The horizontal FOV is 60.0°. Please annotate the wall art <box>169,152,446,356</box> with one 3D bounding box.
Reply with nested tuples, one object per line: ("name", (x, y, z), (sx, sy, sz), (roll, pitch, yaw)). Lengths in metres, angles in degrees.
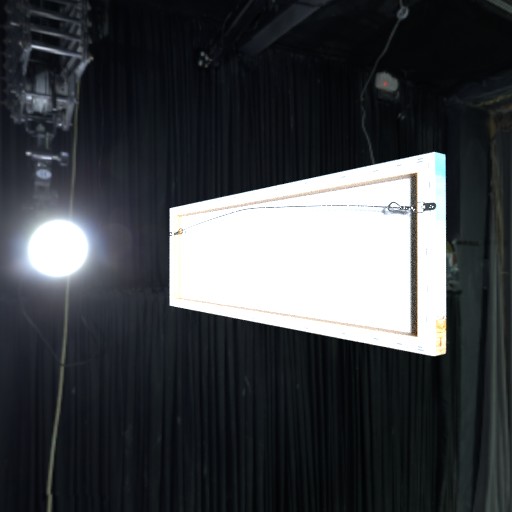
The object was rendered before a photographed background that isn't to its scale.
("wall art", (0.000, 0.000, 0.853), (0.044, 0.254, 0.759), (0, -1, -36))
